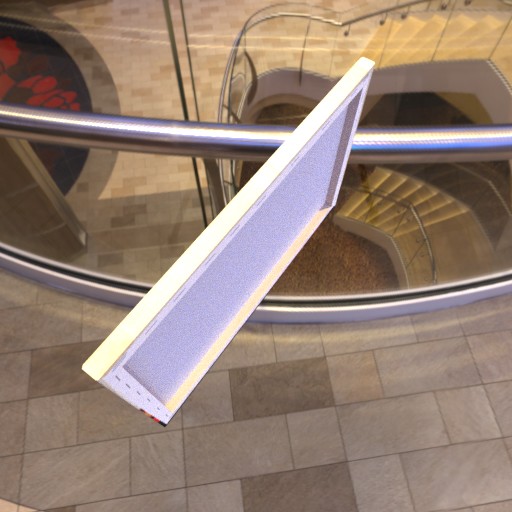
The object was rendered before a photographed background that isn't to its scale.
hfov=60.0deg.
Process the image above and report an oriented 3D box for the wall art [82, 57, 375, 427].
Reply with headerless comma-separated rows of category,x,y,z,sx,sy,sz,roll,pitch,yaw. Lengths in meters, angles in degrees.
wall art,0.000,0.000,1.149,0.038,0.602,0.918,33,67,16
